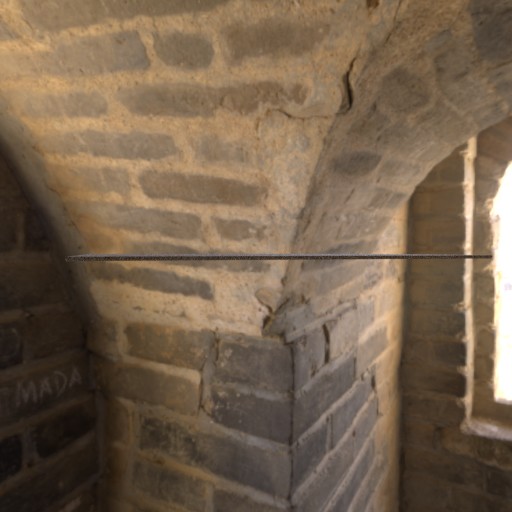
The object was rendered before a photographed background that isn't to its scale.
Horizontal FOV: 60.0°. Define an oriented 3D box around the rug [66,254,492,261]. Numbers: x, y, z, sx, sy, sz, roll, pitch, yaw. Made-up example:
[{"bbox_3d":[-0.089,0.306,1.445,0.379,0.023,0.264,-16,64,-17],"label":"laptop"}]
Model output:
[{"bbox_3d":[0.000,0.000,4.041,3.000,0.026,2.400,0,1,-18],"label":"rug"}]
